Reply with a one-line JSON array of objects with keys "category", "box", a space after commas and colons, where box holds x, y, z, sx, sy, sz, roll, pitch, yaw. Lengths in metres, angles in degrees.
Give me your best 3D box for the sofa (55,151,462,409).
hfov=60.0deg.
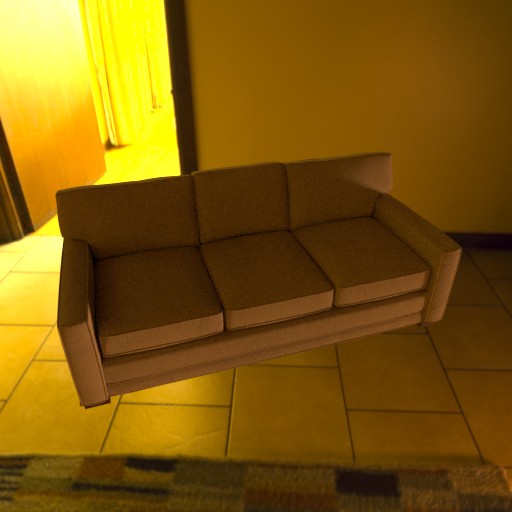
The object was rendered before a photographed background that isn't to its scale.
[{"category": "sofa", "box": [0.000, 0.000, 2.576, 2.093, 0.862, 0.936, -10, 34, -15]}]
